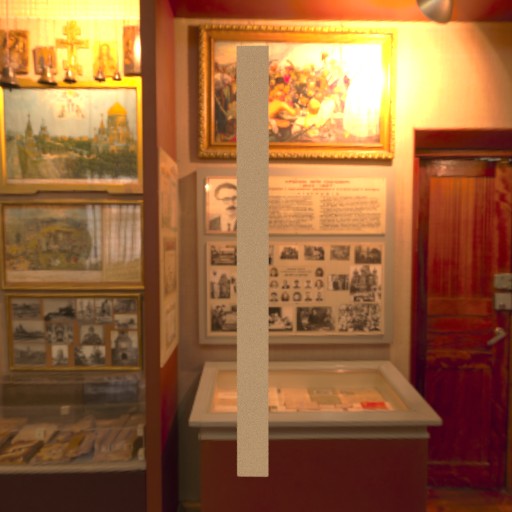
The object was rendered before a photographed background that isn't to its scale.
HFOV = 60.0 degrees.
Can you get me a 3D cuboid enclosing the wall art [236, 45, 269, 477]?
[{"bbox_3d":[0.000,0.000,0.774,0.037,0.508,0.508,0,3,1],"label":"wall art"}]
